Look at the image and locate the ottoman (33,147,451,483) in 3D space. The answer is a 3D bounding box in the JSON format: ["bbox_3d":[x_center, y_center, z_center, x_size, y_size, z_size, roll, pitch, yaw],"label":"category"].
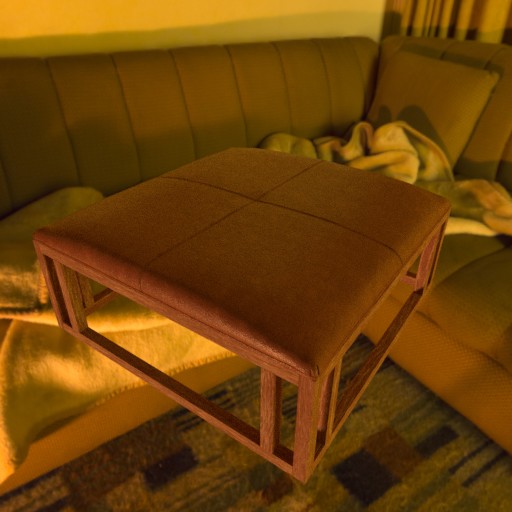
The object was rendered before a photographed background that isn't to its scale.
[{"bbox_3d":[0.000,0.000,1.562,1.013,0.442,1.016,20,37,29],"label":"ottoman"}]
